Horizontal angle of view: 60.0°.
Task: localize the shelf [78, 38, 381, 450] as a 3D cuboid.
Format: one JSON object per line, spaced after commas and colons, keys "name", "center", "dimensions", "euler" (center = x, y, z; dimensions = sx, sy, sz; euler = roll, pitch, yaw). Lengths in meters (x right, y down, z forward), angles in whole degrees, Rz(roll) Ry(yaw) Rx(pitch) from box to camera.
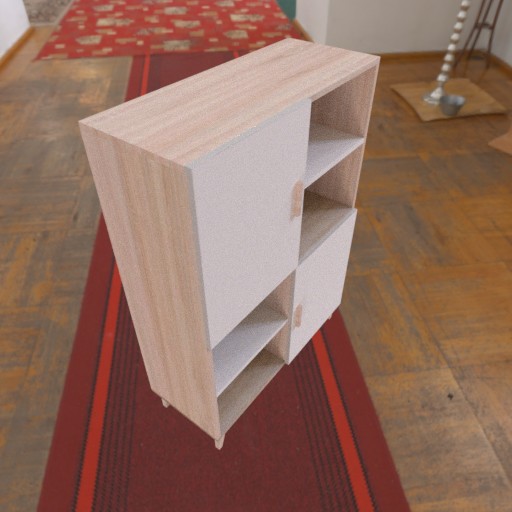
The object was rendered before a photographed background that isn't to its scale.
{"name": "shelf", "center": [0.000, 0.000, 1.835], "dimensions": [0.434, 1.405, 0.995], "euler": [27, 47, 27]}
